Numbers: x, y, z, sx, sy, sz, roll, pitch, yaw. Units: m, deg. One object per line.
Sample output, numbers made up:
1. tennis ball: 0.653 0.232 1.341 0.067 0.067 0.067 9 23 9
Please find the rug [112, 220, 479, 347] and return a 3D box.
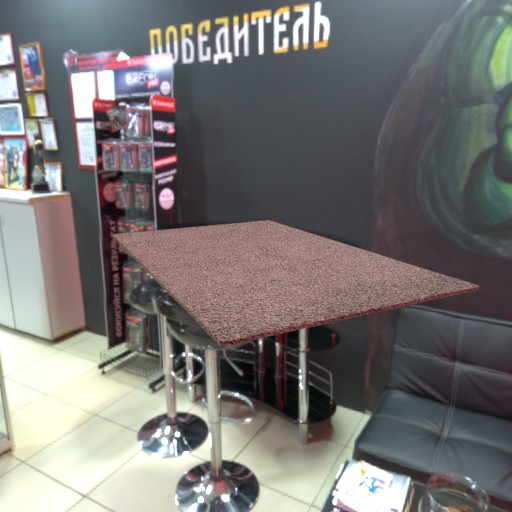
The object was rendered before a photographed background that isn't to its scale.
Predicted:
1. rug: 0.000 0.000 3.581 1.778 0.030 2.743 -7 16 -26
